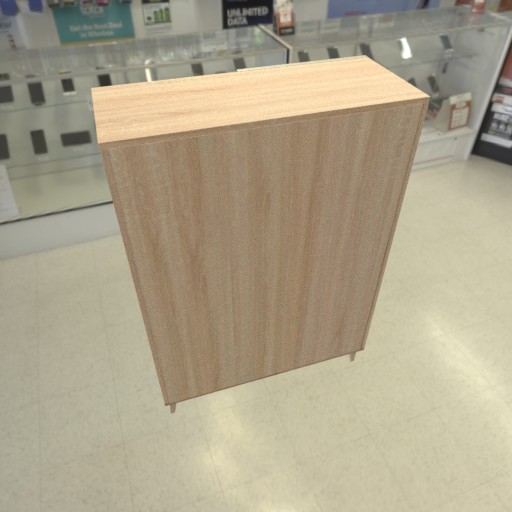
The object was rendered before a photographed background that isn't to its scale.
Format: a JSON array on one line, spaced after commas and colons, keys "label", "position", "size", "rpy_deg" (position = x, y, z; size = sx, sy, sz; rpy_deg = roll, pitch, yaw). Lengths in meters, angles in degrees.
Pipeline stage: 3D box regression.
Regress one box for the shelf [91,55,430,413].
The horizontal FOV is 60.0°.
[{"label": "shelf", "position": [0.000, 0.000, 1.871], "size": [0.995, 1.405, 0.434], "rpy_deg": [-12, 43, -13]}]
